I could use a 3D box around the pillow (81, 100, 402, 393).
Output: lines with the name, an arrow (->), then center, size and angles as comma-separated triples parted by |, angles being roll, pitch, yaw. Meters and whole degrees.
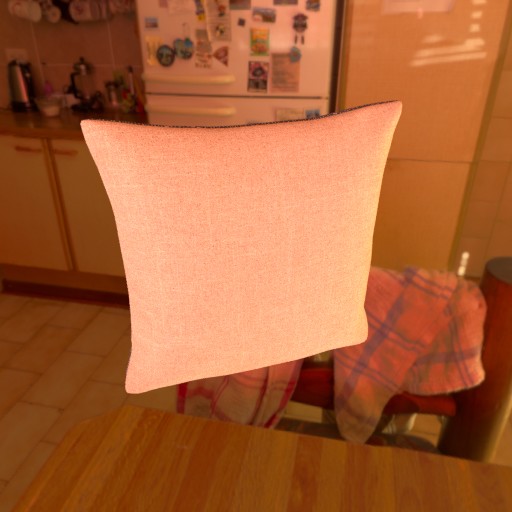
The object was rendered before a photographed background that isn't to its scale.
pillow -> 0.000, 0.000, 0.668 | 0.435, 0.428, 0.148 | -9, 29, -16
